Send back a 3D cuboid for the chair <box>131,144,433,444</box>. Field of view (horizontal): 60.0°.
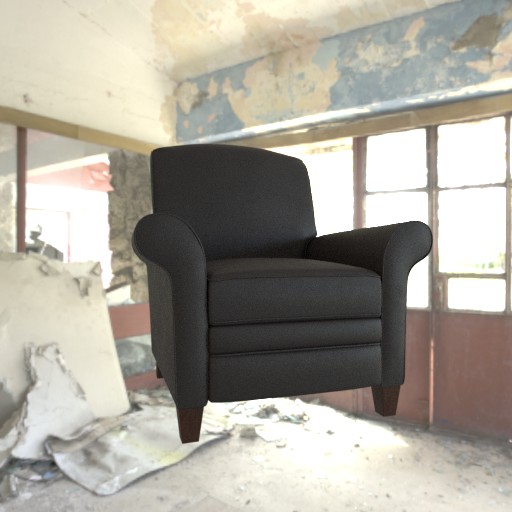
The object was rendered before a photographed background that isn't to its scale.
[{"bbox_3d":[0.000,0.000,1.755,0.978,1.061,0.902,0,0,-18],"label":"chair"}]
